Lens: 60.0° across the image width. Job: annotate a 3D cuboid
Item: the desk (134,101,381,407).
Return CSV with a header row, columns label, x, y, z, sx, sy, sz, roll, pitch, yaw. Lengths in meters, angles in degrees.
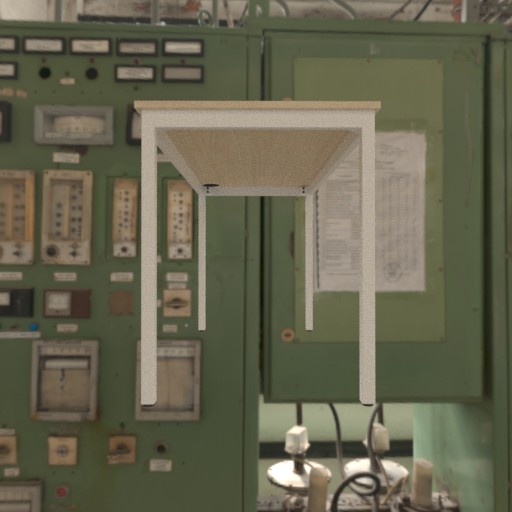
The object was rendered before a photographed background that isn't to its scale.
label,x,y,z,sx,sy,sz,roll,pitch,yaw
desk,0.000,0.000,1.674,0.600,0.750,1.200,0,0,0
